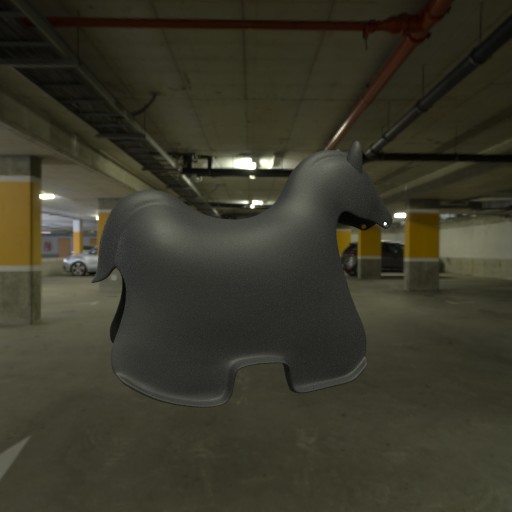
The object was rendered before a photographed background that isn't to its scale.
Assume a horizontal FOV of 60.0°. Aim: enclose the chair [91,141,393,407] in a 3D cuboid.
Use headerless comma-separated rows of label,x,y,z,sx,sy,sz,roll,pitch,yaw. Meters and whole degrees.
chair,0.000,0.000,1.147,0.800,0.612,0.429,0,1,-19
